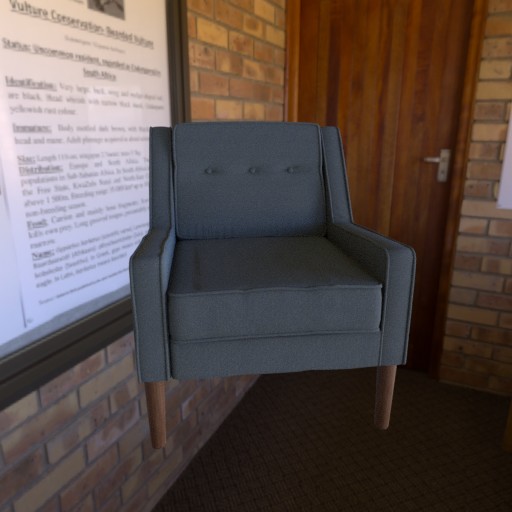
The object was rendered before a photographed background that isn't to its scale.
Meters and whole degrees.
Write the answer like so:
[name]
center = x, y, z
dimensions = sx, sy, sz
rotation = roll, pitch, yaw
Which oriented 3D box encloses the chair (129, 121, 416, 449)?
[chair]
center = 0.000, 0.000, 1.332
dimensions = 0.663, 0.780, 0.733
rotation = -2, 16, -7
